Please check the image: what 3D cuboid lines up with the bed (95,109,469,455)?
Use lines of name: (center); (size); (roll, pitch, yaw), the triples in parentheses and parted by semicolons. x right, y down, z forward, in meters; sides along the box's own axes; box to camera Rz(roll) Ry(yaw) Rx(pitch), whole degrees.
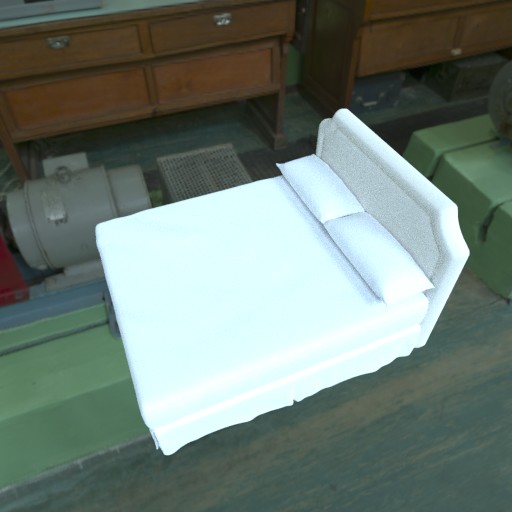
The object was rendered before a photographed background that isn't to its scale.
bed: (0.000, 0.000, 3.889); (2.548, 1.524, 2.134); (-17, 49, -16)
